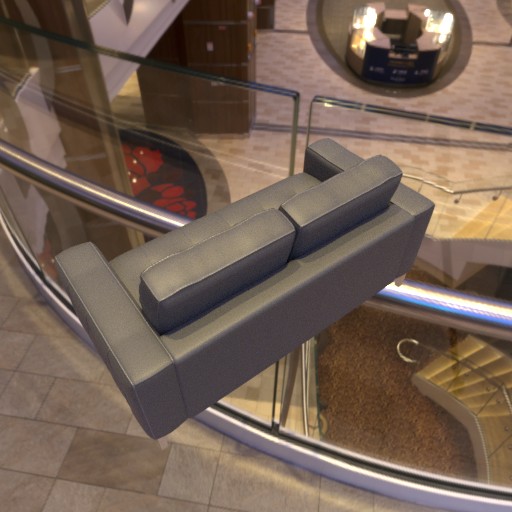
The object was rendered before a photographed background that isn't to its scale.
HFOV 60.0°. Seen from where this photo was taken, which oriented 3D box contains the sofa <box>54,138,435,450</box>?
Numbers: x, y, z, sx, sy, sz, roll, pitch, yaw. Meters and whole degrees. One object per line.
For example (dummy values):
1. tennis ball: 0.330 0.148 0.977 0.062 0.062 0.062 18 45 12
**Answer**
1. sofa: 0.000 0.000 2.254 1.726 0.893 0.833 -28 52 -25
